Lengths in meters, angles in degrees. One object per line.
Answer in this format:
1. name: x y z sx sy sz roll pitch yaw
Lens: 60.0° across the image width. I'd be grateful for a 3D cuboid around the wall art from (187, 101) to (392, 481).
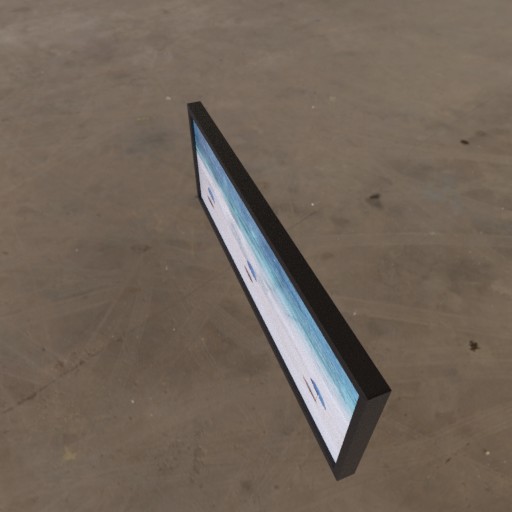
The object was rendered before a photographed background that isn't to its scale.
1. wall art: 0.000 0.000 0.955 0.037 0.303 0.860 -16 48 -15
